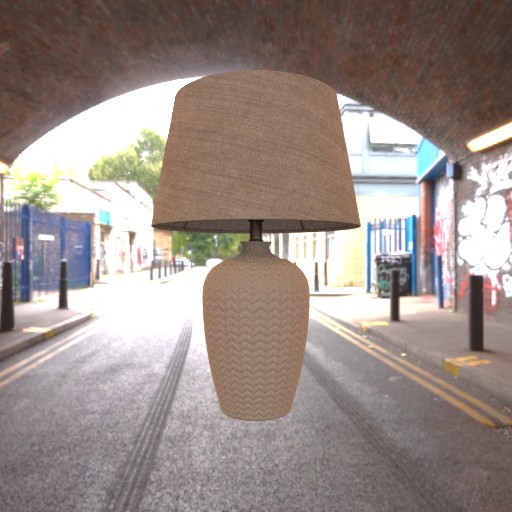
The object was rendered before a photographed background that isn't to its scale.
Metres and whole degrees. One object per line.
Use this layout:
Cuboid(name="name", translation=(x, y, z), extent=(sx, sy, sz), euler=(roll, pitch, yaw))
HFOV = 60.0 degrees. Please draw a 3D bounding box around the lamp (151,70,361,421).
Cuboid(name="lamp", translation=(0.000, 0.000, 0.844), extent=(0.390, 0.580, 0.390), euler=(0, 0, 0))
